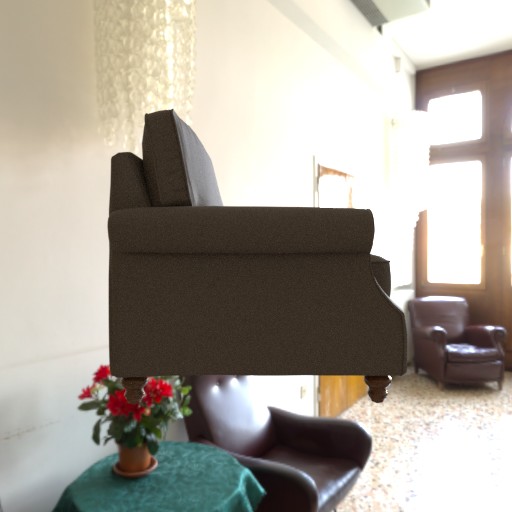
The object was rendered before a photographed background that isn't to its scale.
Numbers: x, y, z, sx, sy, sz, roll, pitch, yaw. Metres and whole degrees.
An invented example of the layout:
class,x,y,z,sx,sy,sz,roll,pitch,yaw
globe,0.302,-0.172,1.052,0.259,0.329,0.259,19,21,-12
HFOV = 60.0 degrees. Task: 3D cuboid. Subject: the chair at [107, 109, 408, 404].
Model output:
class,x,y,z,sx,sy,sz,roll,pitch,yaw
chair,0.000,0.000,1.821,0.966,0.967,1.029,0,0,-1
